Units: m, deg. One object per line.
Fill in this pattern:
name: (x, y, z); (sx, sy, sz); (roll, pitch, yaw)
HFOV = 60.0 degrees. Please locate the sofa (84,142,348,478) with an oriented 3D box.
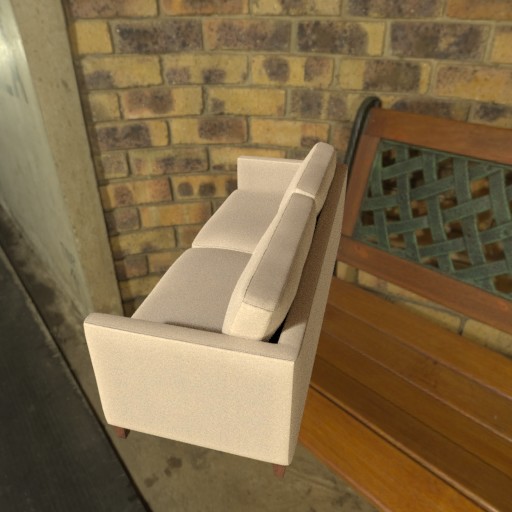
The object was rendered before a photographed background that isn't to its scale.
sofa: (0.000, 0.000, 2.862); (0.951, 0.968, 2.361); (8, 31, 13)
